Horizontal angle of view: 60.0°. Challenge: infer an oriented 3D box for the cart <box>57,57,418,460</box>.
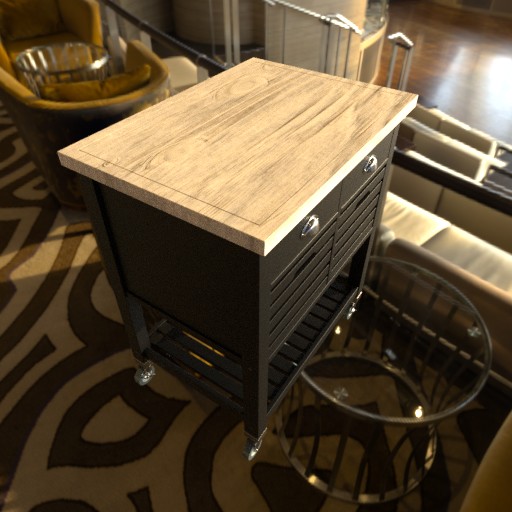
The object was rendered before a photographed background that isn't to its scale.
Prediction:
[{"bbox_3d":[0.000,0.000,1.433,0.567,0.920,0.797,24,47,25],"label":"cart"}]
